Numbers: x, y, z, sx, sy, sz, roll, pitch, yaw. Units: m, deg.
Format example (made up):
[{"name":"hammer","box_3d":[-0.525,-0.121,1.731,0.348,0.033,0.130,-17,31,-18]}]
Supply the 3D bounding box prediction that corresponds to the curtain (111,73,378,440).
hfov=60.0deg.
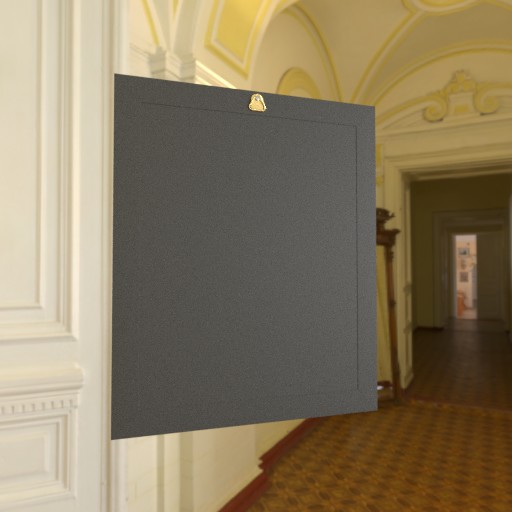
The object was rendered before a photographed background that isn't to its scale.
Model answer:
[{"name":"curtain","box_3d":[0.000,0.000,0.784,0.483,0.585,0.027,1,-2,-18]}]
